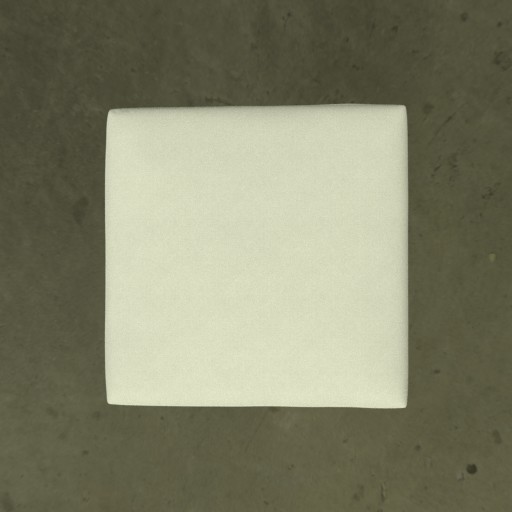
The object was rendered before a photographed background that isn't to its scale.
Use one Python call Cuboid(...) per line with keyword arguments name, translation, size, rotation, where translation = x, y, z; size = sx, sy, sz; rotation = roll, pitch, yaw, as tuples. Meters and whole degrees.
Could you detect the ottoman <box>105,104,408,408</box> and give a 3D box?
Cuboid(name="ottoman", translation=(0.000, 0.000, 1.830), size=(1.163, 0.482, 1.167), rotation=(0, 90, 2))
